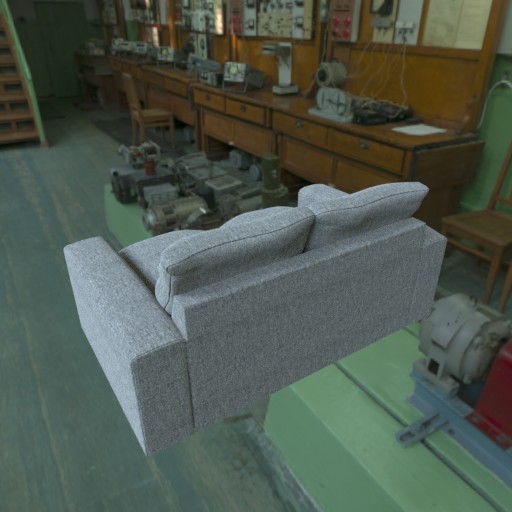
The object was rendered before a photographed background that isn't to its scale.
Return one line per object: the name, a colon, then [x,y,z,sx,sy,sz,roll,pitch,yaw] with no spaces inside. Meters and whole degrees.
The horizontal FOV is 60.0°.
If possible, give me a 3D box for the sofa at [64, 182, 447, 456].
sofa: [0.000,0.000,2.400,1.758,0.877,1.094,-17,33,-29]
